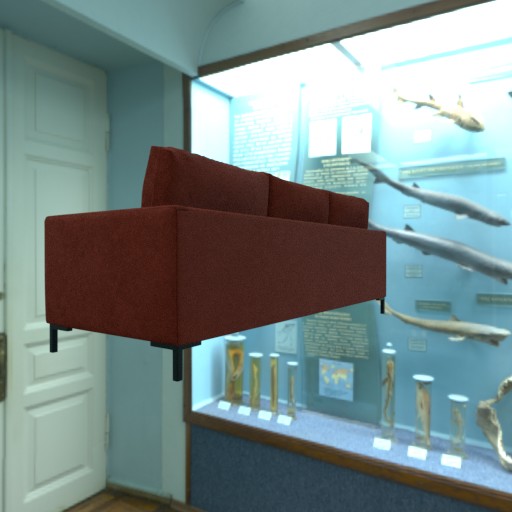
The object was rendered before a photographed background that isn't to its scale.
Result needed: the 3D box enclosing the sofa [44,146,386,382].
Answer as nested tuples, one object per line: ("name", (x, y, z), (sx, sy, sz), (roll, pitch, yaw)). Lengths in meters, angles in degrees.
("sofa", (0.000, 0.000, 2.700), (0.875, 0.879, 2.252), (0, 0, 35))
